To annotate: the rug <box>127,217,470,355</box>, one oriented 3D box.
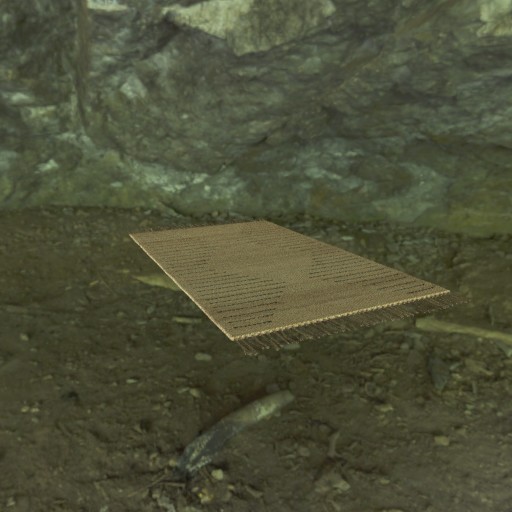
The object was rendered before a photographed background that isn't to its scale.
[{"bbox_3d":[0.000,0.000,2.107,0.905,0.017,1.718,-8,18,-25],"label":"rug"}]
